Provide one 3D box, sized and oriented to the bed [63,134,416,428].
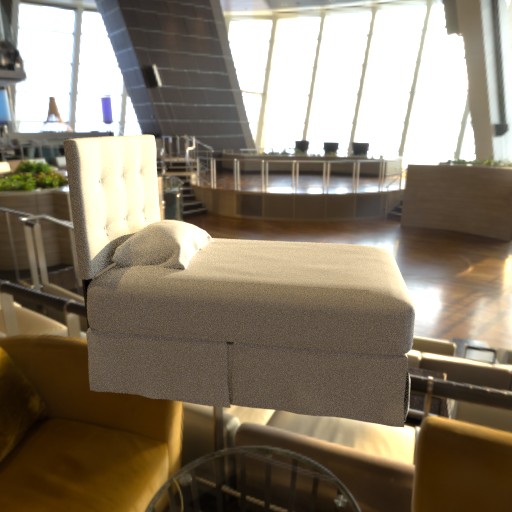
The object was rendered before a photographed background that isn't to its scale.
[{"bbox_3d":[0.000,0.000,3.020,1.997,1.571,1.261,3,17,10],"label":"bed"}]
